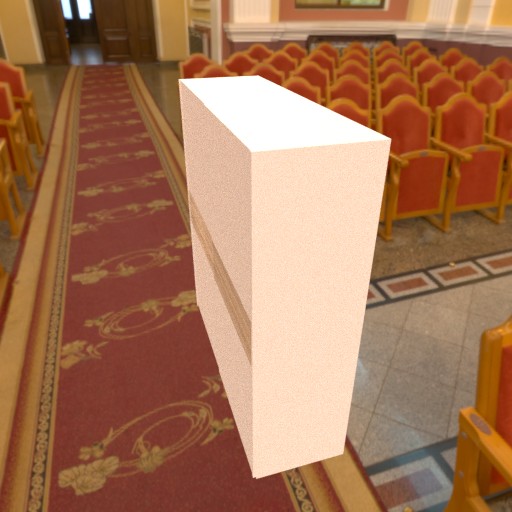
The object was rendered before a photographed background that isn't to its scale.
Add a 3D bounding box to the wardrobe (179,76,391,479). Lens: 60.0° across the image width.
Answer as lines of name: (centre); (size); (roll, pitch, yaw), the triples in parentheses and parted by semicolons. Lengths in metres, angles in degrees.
wardrobe: (0.000, 0.000, 3.008); (0.600, 2.020, 1.830); (-9, 31, -15)
